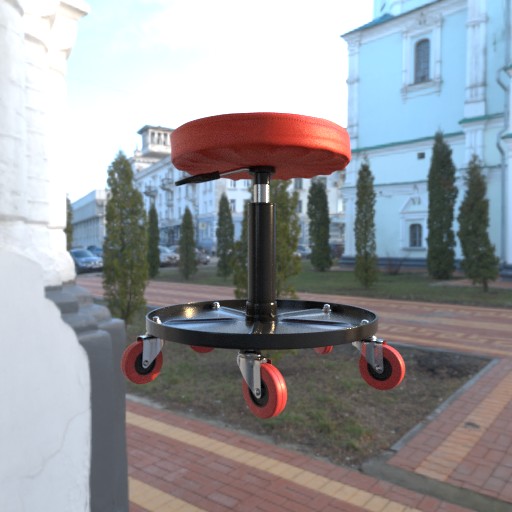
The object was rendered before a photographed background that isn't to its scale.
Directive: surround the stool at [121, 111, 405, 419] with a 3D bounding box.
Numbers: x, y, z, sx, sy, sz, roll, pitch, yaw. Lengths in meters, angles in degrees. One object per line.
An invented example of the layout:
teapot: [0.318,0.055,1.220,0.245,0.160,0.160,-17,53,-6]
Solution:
stool: [0.000,0.000,0.682,0.382,0.365,0.381,-1,1,-35]
